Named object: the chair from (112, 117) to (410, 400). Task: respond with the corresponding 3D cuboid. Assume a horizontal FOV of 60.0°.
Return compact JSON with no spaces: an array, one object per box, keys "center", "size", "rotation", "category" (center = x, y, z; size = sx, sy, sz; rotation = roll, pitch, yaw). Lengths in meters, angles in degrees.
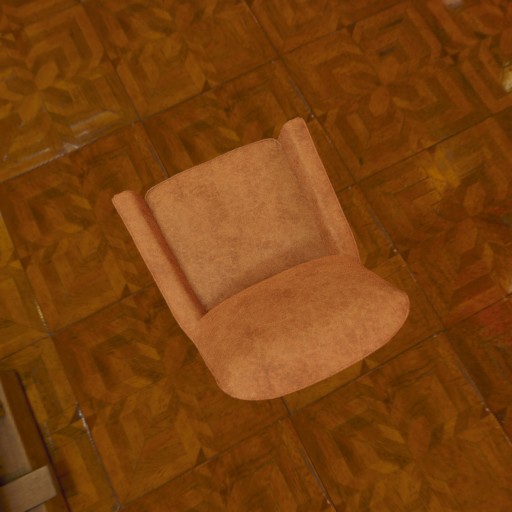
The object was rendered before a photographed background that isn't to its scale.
[{"center":[0.000,0.000,1.532],"size":[0.753,0.883,0.851],"rotation":[-25,78,-6],"category":"chair"}]
